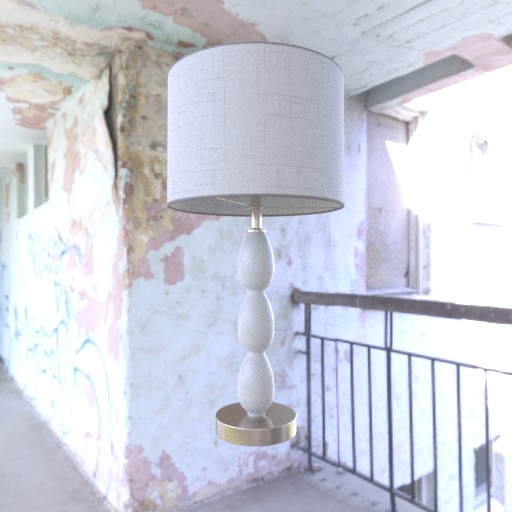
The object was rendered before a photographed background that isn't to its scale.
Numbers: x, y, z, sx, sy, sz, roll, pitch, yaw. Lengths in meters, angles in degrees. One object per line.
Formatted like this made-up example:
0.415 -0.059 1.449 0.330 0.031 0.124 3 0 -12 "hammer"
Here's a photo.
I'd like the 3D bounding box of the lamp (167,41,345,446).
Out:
0.000 0.000 0.715 0.282 0.559 0.280 0 0 -35 "lamp"
